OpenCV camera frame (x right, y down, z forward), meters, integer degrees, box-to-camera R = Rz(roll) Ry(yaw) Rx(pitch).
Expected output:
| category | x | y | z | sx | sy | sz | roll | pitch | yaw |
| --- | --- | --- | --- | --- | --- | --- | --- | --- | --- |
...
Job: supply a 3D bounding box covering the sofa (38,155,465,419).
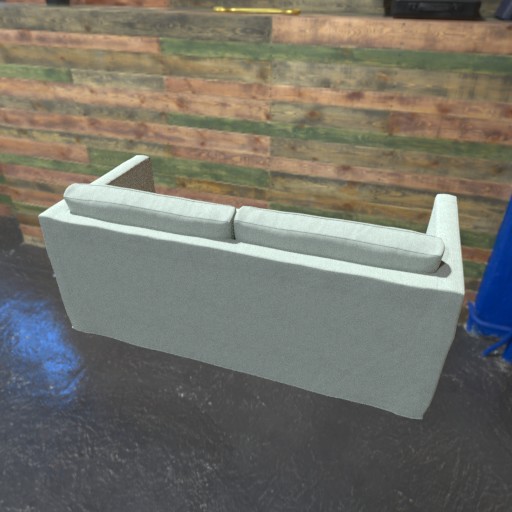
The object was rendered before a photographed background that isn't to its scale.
| category | x | y | z | sx | sy | sz | roll | pitch | yaw |
| --- | --- | --- | --- | --- | --- | --- | --- | --- | --- |
| sofa | 0.000 | 0.000 | 2.419 | 1.987 | 0.870 | 0.940 | 10 | 34 | 16 |
